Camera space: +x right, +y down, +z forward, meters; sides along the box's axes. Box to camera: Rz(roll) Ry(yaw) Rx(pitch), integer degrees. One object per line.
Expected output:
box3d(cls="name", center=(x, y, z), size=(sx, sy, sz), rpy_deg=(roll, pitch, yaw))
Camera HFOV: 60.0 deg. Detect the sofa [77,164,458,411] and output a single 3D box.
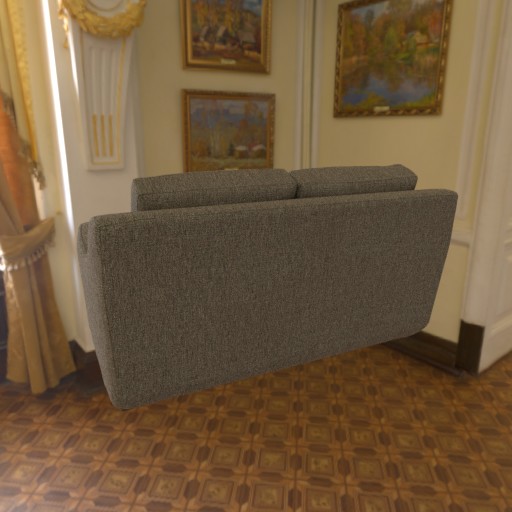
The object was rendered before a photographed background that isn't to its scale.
box3d(cls="sofa", center=(0.000, 0.000, 2.411), size=(1.778, 0.991, 1.120), rpy_deg=(-8, 18, -25))
